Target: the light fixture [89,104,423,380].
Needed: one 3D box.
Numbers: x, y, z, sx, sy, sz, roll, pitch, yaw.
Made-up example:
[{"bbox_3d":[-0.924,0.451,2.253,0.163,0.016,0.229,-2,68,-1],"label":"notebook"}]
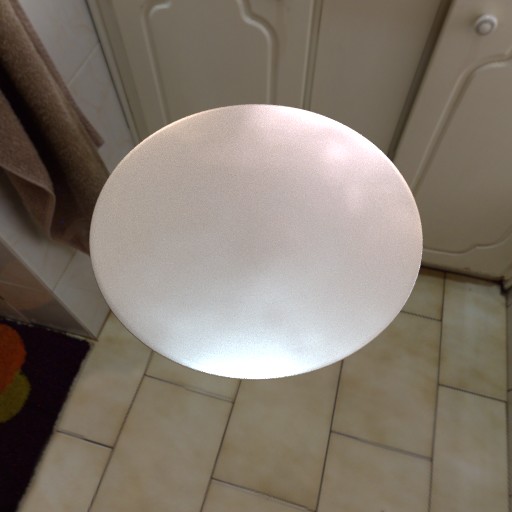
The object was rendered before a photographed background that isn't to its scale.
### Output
[{"bbox_3d":[0.000,0.000,0.435,0.280,0.135,0.280,0,59,0],"label":"light fixture"}]
